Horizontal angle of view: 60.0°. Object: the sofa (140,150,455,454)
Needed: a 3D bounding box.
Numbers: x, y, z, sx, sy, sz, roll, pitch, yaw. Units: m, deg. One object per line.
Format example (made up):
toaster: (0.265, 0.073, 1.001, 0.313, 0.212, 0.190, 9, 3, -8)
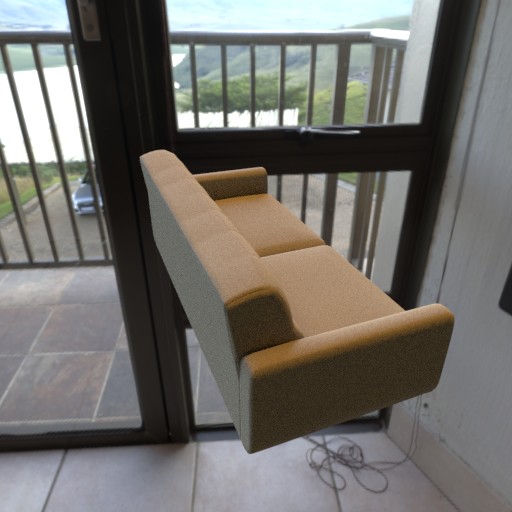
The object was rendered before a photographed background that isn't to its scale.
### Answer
sofa: (0.000, 0.000, 2.625, 0.980, 0.892, 2.137, -11, 31, -19)
